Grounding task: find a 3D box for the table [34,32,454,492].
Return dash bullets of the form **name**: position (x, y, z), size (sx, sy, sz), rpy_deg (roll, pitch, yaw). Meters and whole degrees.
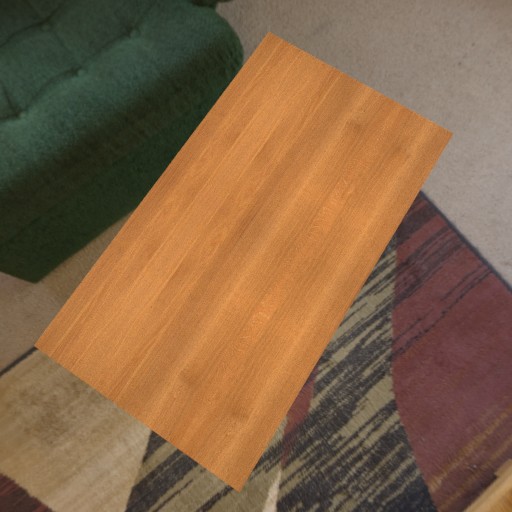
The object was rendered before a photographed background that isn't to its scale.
- **table**: position (0.000, 0.000, 2.085), size (0.900, 0.750, 1.600), rpy_deg (32, 79, 7)
